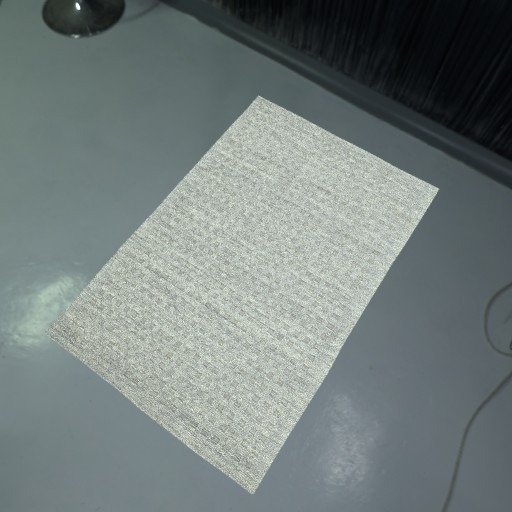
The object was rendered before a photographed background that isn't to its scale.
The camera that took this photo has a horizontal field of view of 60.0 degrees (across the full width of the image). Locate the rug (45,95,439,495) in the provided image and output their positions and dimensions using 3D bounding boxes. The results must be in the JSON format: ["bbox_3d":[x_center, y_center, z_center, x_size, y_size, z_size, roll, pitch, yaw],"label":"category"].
[{"bbox_3d":[0.000,0.000,2.885,1.532,0.018,2.297,32,69,14],"label":"rug"}]
